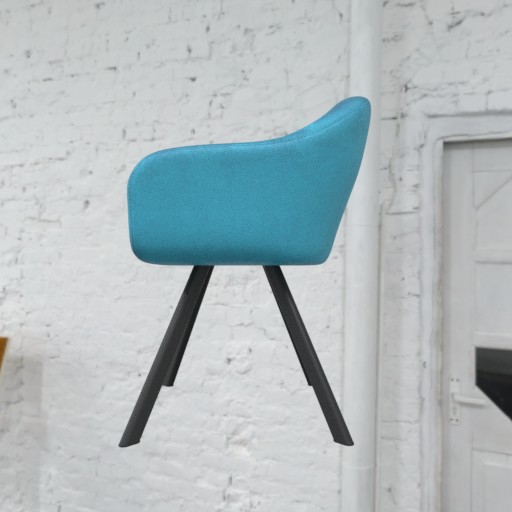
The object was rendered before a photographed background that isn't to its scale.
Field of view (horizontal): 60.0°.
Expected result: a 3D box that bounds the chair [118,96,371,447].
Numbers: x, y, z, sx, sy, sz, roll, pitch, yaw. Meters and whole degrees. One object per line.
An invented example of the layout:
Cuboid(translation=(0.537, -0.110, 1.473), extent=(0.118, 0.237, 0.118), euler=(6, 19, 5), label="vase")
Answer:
Cuboid(translation=(0.000, 0.000, 1.136), extent=(0.570, 0.780, 0.540), euler=(0, 0, -1), label="chair")
